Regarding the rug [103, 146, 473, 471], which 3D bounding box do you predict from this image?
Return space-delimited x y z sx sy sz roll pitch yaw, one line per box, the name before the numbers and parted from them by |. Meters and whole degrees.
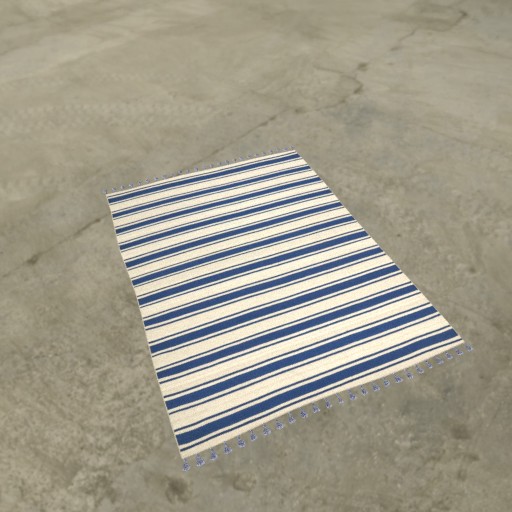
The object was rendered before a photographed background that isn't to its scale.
rug | 0.000 0.000 4.407 2.471 0.016 3.416 -17 48 -16
